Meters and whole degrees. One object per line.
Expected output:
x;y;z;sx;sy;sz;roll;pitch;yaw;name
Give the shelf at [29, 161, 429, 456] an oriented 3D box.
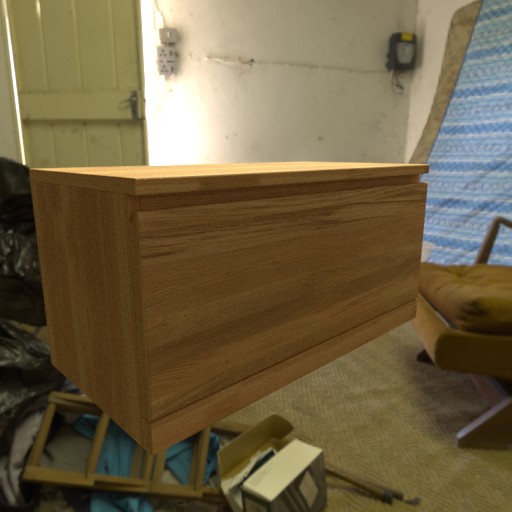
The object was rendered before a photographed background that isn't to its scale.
0.000;0.000;1.007;0.800;0.400;0.400;-13;18;-42;shelf
